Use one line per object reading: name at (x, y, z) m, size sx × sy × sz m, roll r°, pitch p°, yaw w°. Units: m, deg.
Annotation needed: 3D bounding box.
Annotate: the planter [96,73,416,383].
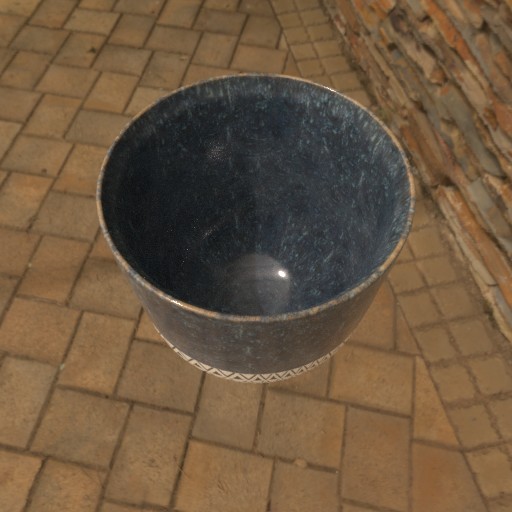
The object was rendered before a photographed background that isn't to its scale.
planter at (0.000, 0.000, 0.488) m, size 0.266 × 0.270 × 0.266 m, roll 0°, pitch 59°, yaw 0°
